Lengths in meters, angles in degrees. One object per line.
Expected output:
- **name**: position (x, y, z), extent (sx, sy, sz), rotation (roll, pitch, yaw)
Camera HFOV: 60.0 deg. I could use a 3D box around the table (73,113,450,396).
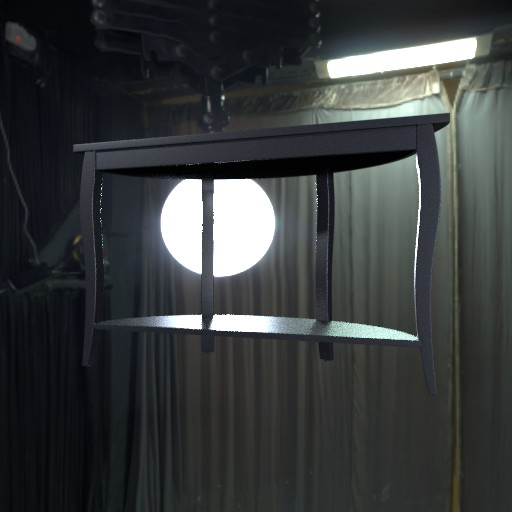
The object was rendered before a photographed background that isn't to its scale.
- **table**: position (0.000, 0.000, 1.568), extent (1.219, 0.780, 0.394), rotation (0, 0, 17)
